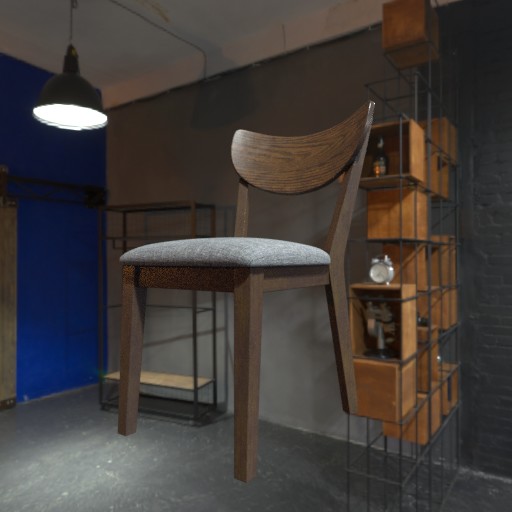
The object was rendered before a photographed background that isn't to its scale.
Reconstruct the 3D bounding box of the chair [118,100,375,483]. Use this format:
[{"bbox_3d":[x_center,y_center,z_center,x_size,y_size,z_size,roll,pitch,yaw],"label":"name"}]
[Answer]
[{"bbox_3d":[0.000,0.000,1.176,0.491,0.849,0.583,0,0,37],"label":"chair"}]
